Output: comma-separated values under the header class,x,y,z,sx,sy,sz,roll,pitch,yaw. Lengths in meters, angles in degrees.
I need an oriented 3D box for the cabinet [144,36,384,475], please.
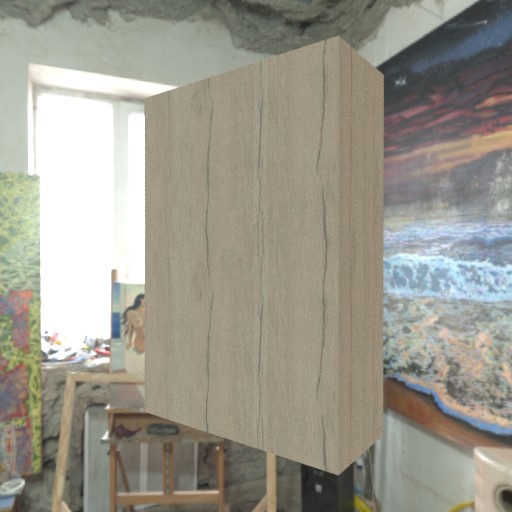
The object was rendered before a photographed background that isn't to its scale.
class,x,y,z,sx,sy,sz,roll,pitch,yaw
cabinet,0.000,0.000,2.730,1.400,2.070,0.580,0,0,37
